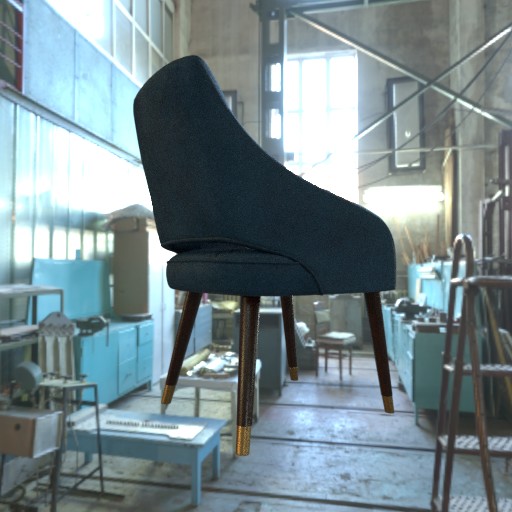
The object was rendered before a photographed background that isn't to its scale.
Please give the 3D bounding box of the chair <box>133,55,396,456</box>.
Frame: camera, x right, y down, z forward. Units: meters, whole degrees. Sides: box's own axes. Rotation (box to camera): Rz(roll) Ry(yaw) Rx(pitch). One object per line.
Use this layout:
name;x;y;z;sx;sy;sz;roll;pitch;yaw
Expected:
chair;0.000;0.000;1.551;0.794;1.081;0.683;1;-2;-34
